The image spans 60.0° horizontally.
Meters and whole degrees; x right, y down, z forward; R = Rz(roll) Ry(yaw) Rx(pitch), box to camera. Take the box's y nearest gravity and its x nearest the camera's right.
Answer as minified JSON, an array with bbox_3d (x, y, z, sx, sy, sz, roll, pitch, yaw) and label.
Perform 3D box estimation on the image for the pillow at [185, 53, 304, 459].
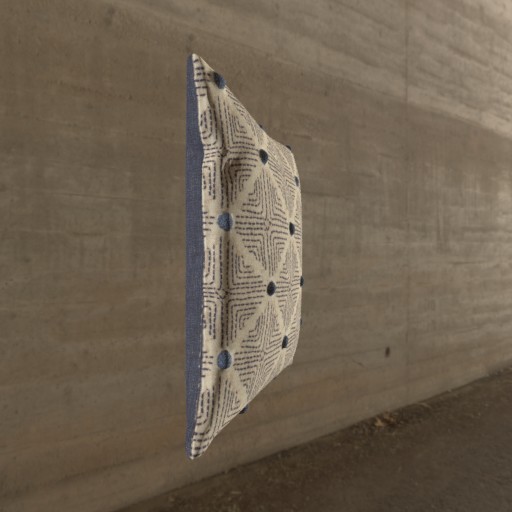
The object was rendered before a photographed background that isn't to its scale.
[{"bbox_3d":[0.000,0.000,0.792,0.145,0.510,0.510,0,0,18],"label":"pillow"}]
